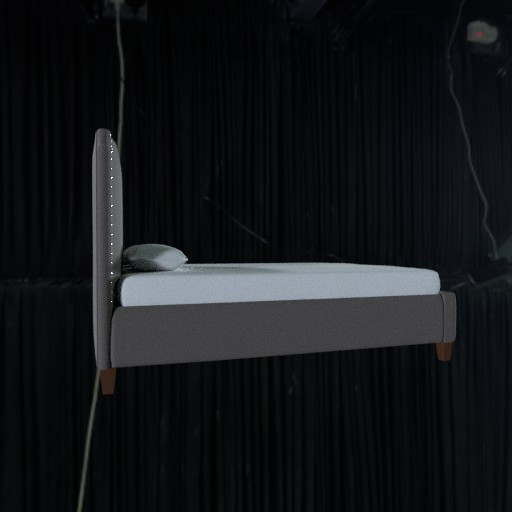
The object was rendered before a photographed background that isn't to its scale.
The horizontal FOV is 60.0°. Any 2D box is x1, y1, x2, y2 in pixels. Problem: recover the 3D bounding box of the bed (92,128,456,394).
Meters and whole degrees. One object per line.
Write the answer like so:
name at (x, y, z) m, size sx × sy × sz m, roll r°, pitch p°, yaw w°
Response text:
bed at (0.000, 0.000, 3.478) m, size 2.372 × 1.443 × 1.713 m, roll 0°, pitch 1°, yaw -18°
